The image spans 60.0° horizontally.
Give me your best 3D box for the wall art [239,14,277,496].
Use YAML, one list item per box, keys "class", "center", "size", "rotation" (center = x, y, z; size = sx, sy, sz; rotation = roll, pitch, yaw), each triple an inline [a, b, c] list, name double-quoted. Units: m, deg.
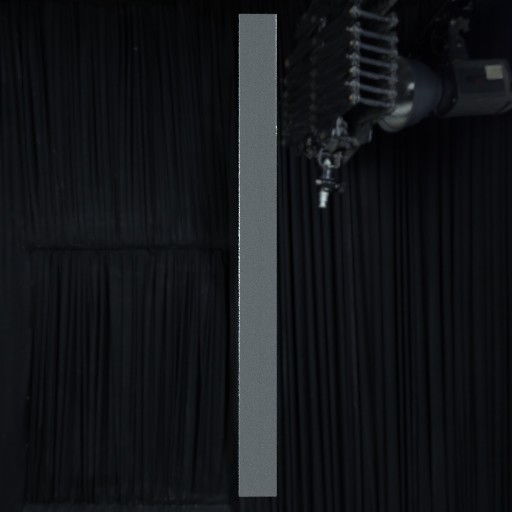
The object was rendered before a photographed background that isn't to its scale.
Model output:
- class: "wall art"
  center: [0.000, 0.000, 0.502]
  size: [0.030, 0.379, 0.308]
  rotation: [0, -1, -1]
